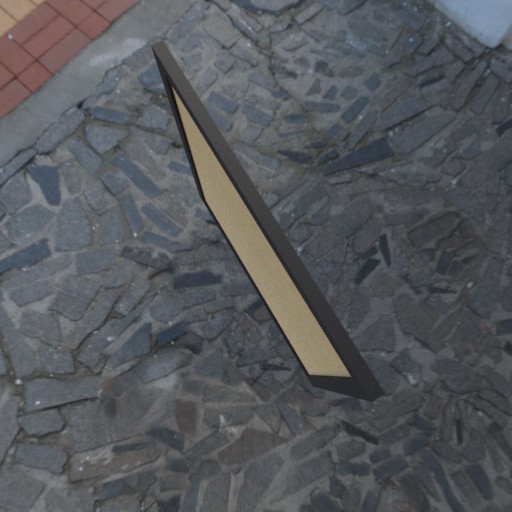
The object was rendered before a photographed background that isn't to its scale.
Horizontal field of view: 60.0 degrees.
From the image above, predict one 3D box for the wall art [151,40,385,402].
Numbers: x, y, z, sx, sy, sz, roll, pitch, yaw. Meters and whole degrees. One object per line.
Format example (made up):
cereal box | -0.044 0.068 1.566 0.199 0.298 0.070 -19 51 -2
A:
wall art | 0.000 0.000 0.537 0.012 0.357 0.358 -29 77 -7
